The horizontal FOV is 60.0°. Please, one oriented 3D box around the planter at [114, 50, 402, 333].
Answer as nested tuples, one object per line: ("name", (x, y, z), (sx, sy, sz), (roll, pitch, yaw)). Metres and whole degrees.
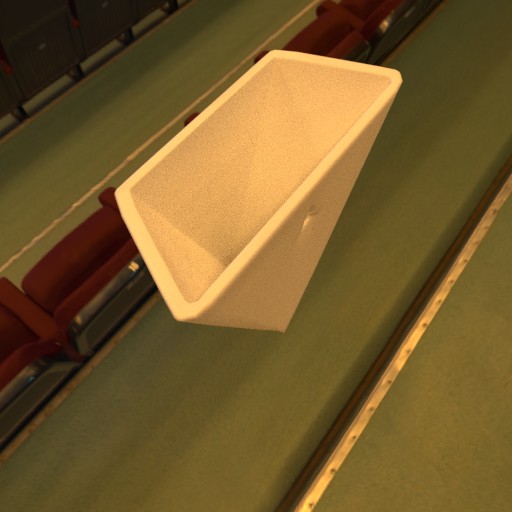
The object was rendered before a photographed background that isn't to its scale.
("planter", (0.000, 0.000, 0.269), (0.060, 0.197, 0.150), (34, 68, 16))
